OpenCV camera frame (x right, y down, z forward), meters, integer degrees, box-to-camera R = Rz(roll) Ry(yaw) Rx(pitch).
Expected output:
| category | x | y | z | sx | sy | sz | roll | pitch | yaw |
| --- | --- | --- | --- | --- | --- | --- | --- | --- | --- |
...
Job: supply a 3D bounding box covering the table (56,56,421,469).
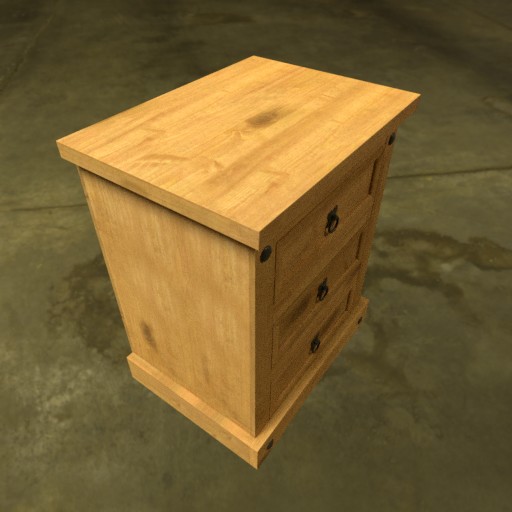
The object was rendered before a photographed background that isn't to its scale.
| category | x | y | z | sx | sy | sz | roll | pitch | yaw |
| --- | --- | --- | --- | --- | --- | --- | --- | --- | --- |
| table | 0.000 | 0.000 | 1.234 | 0.500 | 0.813 | 0.660 | 26 | 47 | 26 |
